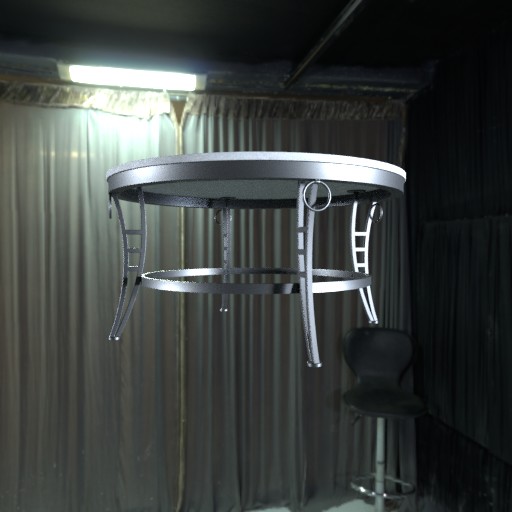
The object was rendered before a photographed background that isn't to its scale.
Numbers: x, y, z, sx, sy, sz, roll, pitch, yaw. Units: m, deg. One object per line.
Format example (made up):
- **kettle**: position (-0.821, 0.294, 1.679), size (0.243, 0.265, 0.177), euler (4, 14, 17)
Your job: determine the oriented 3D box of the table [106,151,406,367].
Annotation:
- **table**: position (0.000, 0.000, 1.395), size (0.889, 0.470, 0.889), euler (0, 2, 0)
